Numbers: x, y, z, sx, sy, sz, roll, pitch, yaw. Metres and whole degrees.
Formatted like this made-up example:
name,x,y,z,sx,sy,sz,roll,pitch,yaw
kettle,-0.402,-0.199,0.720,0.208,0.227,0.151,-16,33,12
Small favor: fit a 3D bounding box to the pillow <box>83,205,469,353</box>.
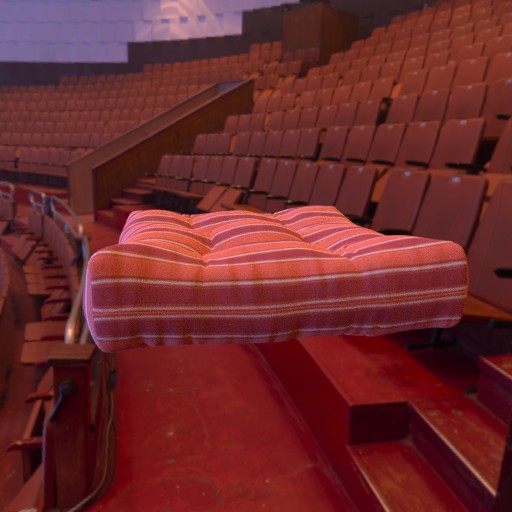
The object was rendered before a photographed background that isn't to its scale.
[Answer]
name,x,y,z,sx,sy,sz,roll,pitch,yaw
pillow,0.000,0.000,0.731,0.468,0.133,0.490,-2,13,-10
